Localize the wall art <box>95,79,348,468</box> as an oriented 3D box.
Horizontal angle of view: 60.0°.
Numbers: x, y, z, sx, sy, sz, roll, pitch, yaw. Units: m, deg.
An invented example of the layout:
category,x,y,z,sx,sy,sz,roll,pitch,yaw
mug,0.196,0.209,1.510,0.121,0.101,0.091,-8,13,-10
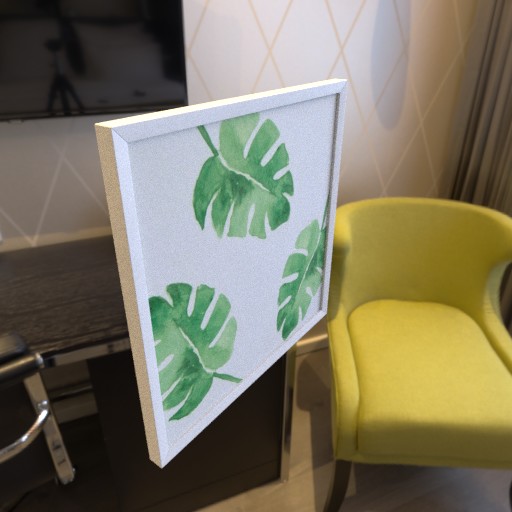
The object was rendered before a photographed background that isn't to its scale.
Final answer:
category,x,y,z,sx,sy,sz,roll,pitch,yaw
wall art,0.000,0.000,1.109,0.040,0.762,0.762,20,34,32
